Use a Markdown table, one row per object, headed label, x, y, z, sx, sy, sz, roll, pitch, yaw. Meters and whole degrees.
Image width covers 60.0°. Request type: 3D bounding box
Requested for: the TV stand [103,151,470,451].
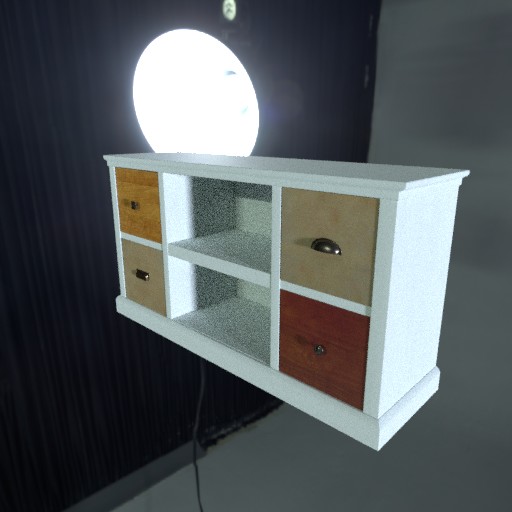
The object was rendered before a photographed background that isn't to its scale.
| label | x | y | z | sx | sy | sz | roll | pitch | yaw |
| --- | --- | --- | --- | --- | --- | --- | --- | --- | --- |
| TV stand | 0.000 | 0.000 | 1.478 | 1.187 | 0.624 | 0.424 | 15 | 22 | 41 |
